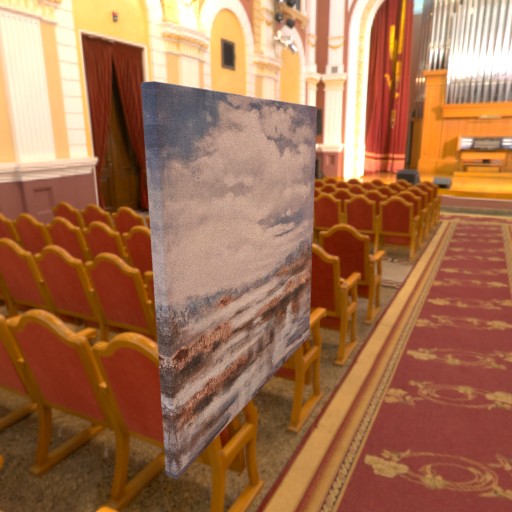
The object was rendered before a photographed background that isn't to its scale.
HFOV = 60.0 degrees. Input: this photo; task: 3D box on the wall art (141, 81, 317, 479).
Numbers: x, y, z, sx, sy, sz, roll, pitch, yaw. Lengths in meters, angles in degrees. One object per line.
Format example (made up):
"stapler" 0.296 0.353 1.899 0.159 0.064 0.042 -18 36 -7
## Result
"wall art" 0.000 0.000 1.516 0.040 1.020 1.010 8 17 26
